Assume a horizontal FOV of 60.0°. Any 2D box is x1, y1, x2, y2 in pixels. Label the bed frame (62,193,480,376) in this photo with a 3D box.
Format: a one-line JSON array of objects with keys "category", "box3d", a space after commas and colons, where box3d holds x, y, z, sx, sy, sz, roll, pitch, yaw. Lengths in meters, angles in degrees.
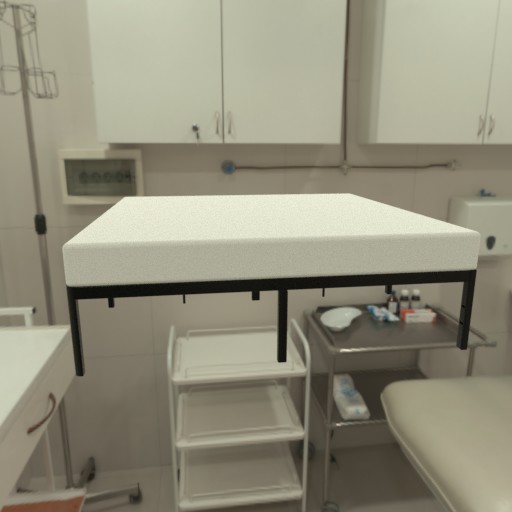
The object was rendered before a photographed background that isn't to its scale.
[{"category": "bed frame", "box3d": [0.000, 0.000, 3.147, 2.079, 0.659, 1.963, -2, 14, -8]}]
